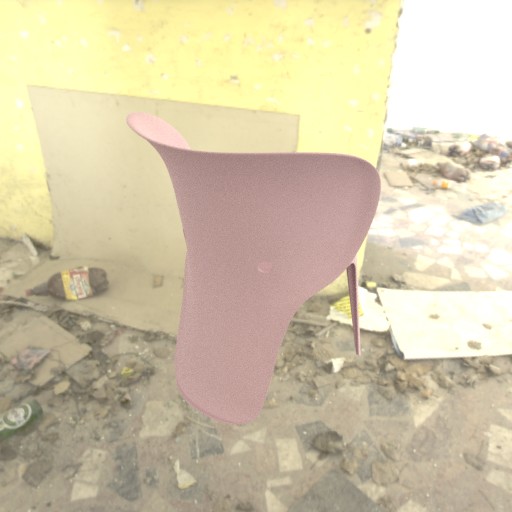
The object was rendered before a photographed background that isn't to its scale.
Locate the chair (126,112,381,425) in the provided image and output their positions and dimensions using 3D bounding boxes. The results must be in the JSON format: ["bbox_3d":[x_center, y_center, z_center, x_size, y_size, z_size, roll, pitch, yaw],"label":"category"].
[{"bbox_3d":[0.000,0.000,0.892,0.451,0.554,0.402,21,36,32],"label":"chair"}]
